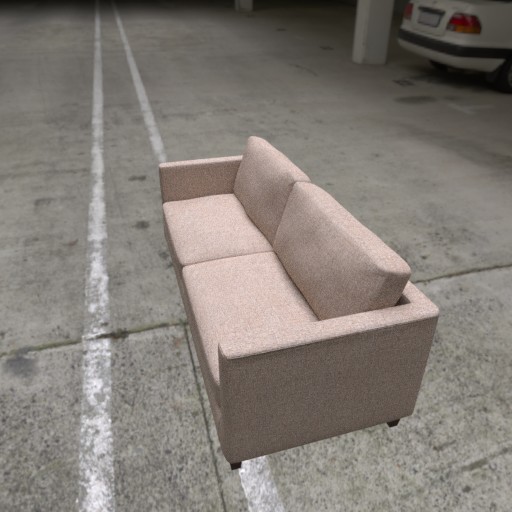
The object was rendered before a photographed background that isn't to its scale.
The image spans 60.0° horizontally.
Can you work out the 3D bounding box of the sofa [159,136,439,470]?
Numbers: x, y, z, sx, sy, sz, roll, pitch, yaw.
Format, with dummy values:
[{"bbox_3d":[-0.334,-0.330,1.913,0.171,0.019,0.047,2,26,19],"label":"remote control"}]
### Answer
[{"bbox_3d":[0.000,0.000,2.724,0.951,0.965,2.208,-9,32,-14],"label":"sofa"}]
